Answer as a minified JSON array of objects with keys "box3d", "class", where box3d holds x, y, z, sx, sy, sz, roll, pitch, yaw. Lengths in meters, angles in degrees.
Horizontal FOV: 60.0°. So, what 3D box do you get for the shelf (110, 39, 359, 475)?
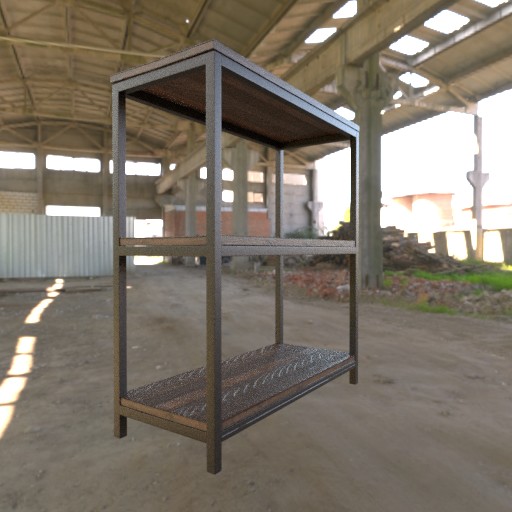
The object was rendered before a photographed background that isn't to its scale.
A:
[{"box3d":[0.000,0.000,1.398,0.352,0.947,0.822,1,1,35],"class":"shelf"}]
